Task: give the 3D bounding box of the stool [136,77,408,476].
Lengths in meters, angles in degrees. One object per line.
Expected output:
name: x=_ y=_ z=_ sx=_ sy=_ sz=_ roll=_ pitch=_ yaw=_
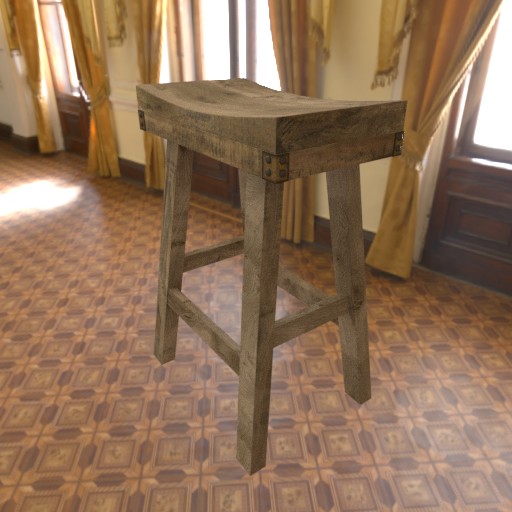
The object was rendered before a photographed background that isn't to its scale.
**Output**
stool: x=0.000 y=0.000 z=0.907 sx=0.330 sy=0.635 sz=0.450 roll=-18 pitch=32 yaw=-32
